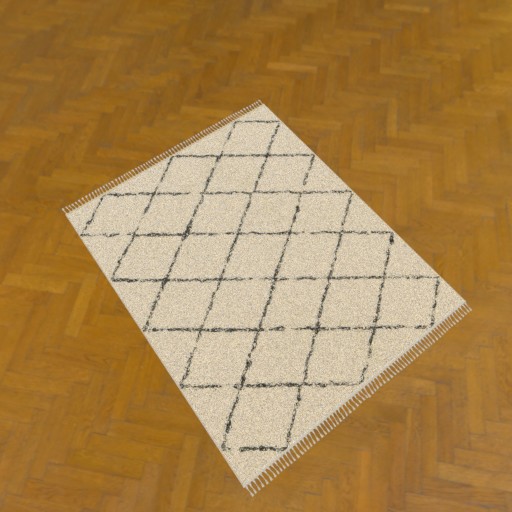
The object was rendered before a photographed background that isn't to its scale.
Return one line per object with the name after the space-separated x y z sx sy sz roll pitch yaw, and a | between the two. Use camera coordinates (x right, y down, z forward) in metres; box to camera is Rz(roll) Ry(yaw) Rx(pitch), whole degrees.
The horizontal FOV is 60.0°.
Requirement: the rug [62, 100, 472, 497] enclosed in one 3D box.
0.000 0.000 4.025 2.380 0.013 3.051 -34 68 -16 | rug
